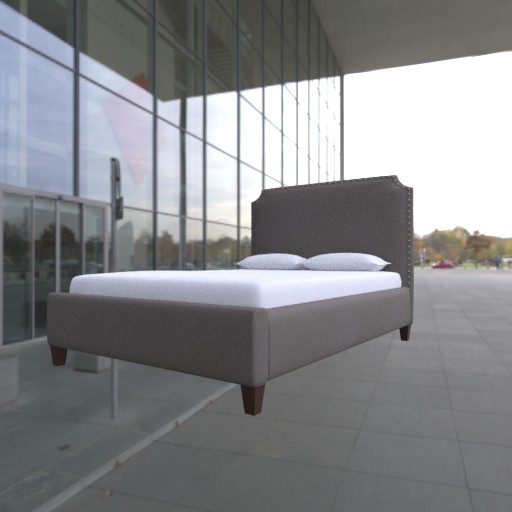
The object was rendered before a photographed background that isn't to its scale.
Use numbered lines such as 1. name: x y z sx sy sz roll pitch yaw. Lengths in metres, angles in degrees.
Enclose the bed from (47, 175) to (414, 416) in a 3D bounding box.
1. bed: 0.000 0.000 3.373 1.712 1.443 2.372 0 -1 36
